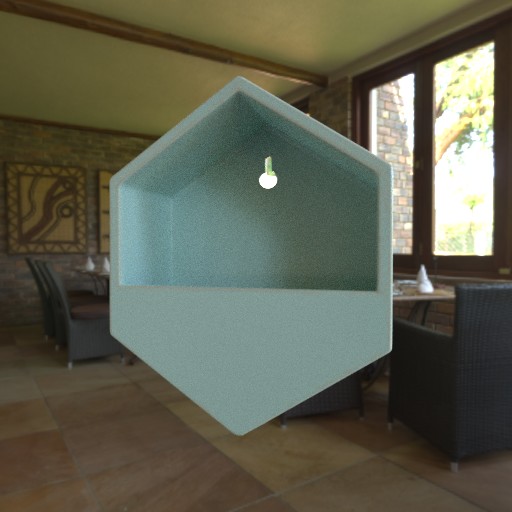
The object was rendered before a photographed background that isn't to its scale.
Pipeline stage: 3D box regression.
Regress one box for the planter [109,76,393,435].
[{"bbox_3d":[0.000,0.000,0.290,0.169,0.207,0.078,0,1,16],"label":"planter"}]
